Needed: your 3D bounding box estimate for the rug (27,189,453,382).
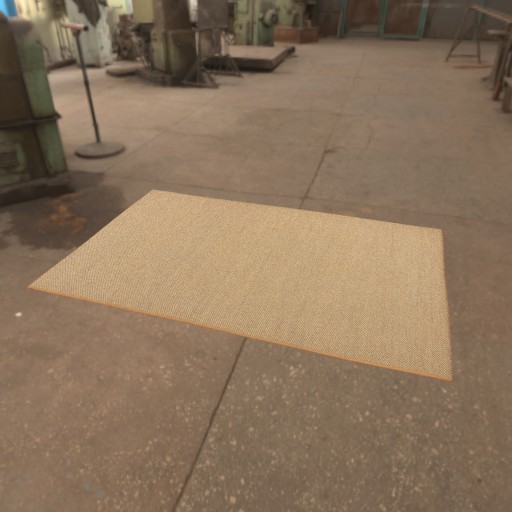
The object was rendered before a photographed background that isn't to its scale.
[{"bbox_3d":[0.000,0.000,2.069,1.678,0.013,1.078,10,33,15],"label":"rug"}]
